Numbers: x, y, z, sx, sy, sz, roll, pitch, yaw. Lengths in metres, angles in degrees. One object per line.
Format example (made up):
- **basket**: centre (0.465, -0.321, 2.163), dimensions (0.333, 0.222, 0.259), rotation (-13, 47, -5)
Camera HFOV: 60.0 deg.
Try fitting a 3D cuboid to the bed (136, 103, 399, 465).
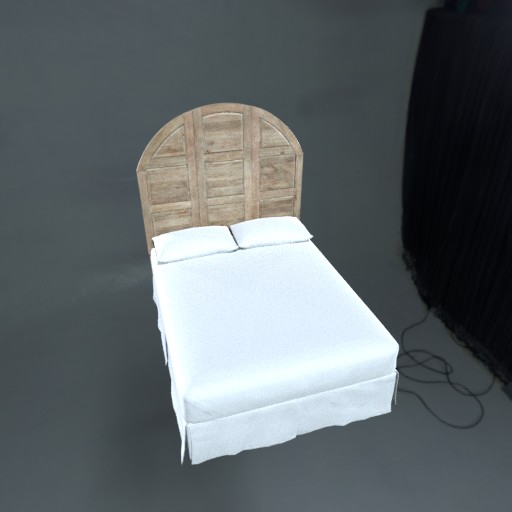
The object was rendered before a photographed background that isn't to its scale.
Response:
- **bed**: centre (0.000, 0.000, 3.627), dimensions (1.713, 2.002, 2.112), rotation (-9, 32, -15)
